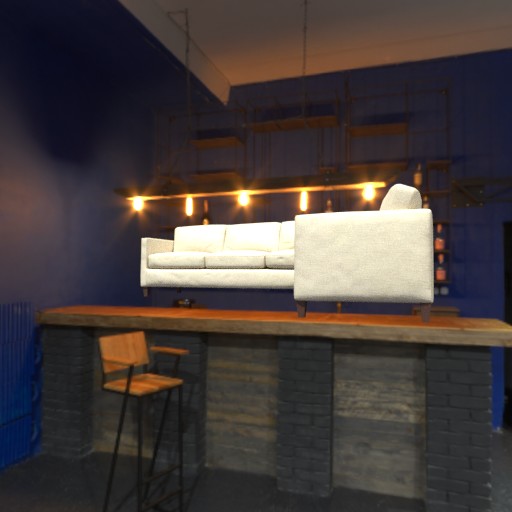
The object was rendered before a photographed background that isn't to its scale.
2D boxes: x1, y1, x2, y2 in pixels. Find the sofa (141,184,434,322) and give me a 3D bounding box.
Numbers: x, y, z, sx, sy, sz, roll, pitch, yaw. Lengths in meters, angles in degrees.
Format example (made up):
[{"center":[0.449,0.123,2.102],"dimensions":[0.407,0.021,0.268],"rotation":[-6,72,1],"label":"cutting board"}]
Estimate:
[{"center":[0.000,0.000,4.569],"dimensions":[3.302,0.947,2.593],"rotation":[-1,-2,19],"label":"sofa"}]
